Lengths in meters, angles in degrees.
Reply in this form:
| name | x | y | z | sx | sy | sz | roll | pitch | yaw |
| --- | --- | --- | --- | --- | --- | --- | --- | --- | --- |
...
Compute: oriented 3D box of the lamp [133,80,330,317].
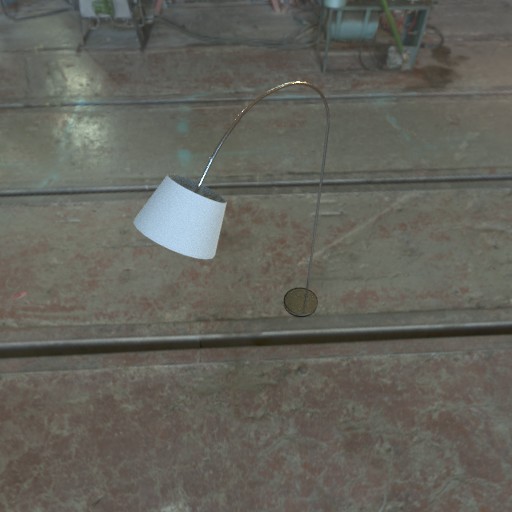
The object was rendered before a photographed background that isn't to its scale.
| name | x | y | z | sx | sy | sz | roll | pitch | yaw |
| --- | --- | --- | --- | --- | --- | --- | --- | --- | --- |
| lamp | 0.000 | 0.000 | 2.776 | 0.406 | 2.098 | 1.445 | 33 | 55 | 27 |
